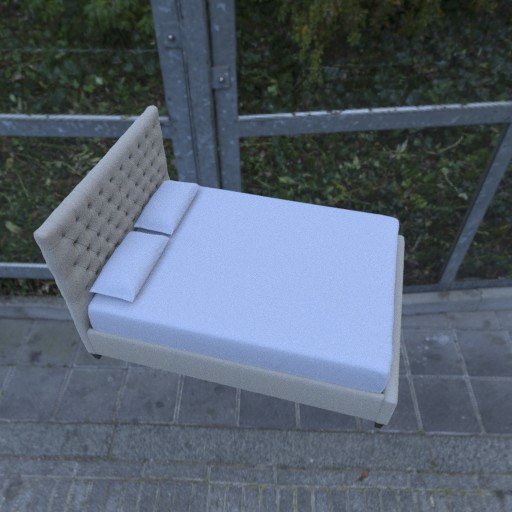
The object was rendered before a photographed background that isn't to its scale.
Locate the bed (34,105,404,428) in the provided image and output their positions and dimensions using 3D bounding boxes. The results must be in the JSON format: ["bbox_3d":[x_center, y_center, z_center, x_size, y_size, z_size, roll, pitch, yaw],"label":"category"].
[{"bbox_3d":[0.000,0.000,3.508,2.387,1.427,1.698,11,47,10],"label":"bed"}]
